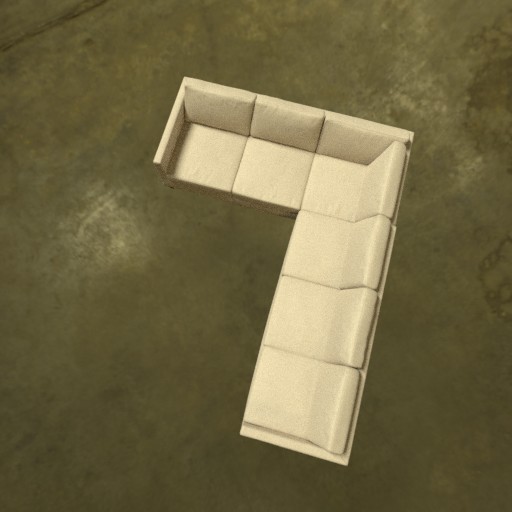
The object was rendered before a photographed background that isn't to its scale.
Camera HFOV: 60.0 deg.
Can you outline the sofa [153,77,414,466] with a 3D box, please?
[{"bbox_3d":[0.000,0.000,4.327,2.432,0.863,3.182,15,76,4],"label":"sofa"}]
